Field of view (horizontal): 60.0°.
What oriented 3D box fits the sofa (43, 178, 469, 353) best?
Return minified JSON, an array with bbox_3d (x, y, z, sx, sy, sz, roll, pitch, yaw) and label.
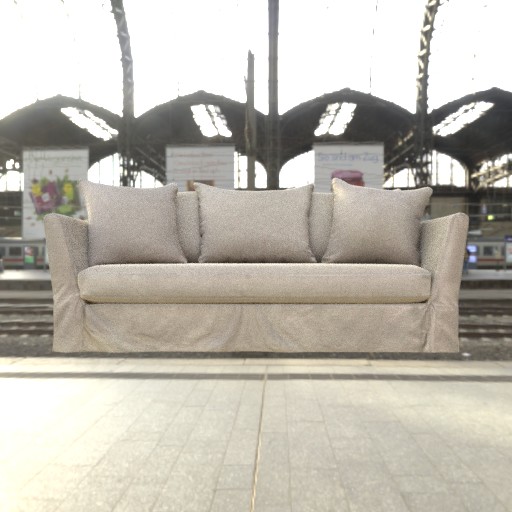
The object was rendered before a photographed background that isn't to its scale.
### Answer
[{"bbox_3d":[0.000,0.000,2.859,2.290,1.034,1.031,0,0,0],"label":"sofa"}]
